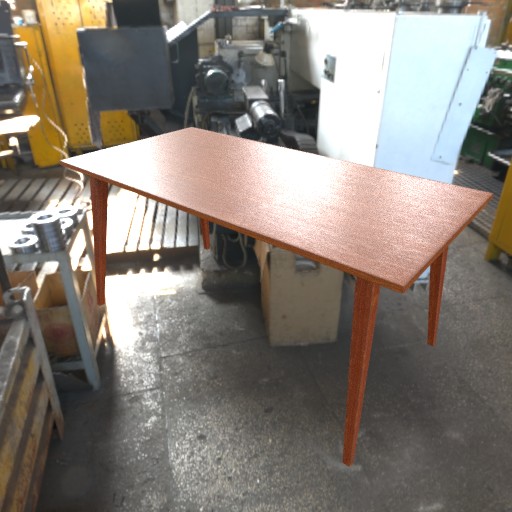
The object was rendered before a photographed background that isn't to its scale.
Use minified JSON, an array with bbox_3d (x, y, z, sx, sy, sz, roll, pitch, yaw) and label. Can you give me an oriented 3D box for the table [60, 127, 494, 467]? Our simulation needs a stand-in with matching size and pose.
[{"bbox_3d":[0.000,0.000,1.993,1.609,0.755,0.811,22,36,33],"label":"table"}]
